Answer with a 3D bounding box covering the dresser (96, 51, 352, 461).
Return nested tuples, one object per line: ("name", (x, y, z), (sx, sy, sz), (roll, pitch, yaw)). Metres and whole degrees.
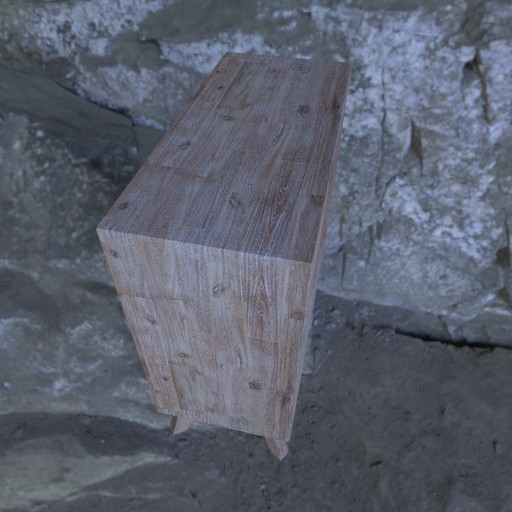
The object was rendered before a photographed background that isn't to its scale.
("dresser", (0.000, 0.000, 1.595), (0.455, 1.029, 0.998), (9, 46, 9))
